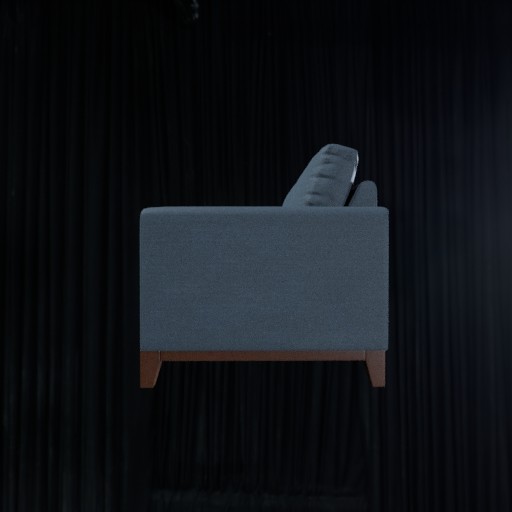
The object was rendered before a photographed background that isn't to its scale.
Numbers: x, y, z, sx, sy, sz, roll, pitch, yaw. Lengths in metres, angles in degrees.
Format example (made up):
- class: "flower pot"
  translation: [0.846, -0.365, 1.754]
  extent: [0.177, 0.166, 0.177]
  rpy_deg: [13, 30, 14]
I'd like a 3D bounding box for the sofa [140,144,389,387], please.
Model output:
- class: "sofa"
  translation: [0.000, 0.000, 2.431]
  extent: [0.877, 0.865, 1.900]
  rpy_deg: [0, 1, -1]
